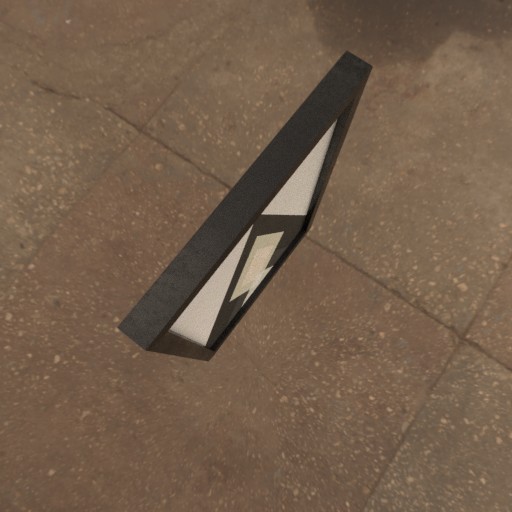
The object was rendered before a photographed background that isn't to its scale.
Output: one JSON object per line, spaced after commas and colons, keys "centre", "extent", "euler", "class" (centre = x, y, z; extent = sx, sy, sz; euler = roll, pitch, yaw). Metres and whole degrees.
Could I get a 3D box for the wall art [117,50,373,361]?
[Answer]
{"centre": [0.000, 0.000, 0.590], "extent": [0.031, 0.457, 0.313], "euler": [36, 78, 9], "class": "wall art"}
